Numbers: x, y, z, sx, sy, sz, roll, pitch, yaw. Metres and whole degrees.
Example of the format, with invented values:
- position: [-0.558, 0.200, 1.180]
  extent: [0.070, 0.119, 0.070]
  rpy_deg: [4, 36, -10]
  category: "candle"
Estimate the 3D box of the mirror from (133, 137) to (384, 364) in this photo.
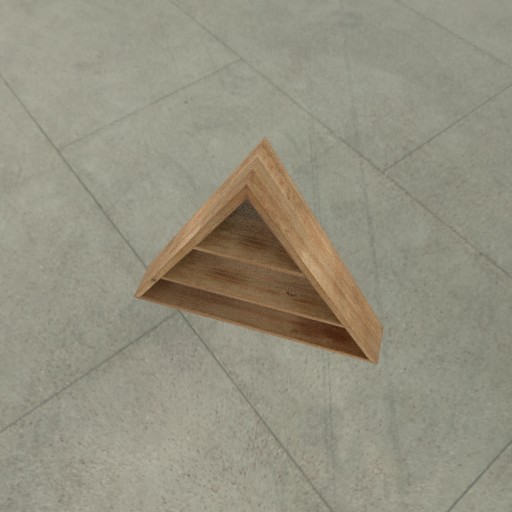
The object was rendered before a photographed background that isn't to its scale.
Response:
- position: [0.000, 0.000, 0.886]
  extent: [0.631, 0.548, 0.100]
  rpy_deg: [14, 60, 8]
  category: "mirror"
